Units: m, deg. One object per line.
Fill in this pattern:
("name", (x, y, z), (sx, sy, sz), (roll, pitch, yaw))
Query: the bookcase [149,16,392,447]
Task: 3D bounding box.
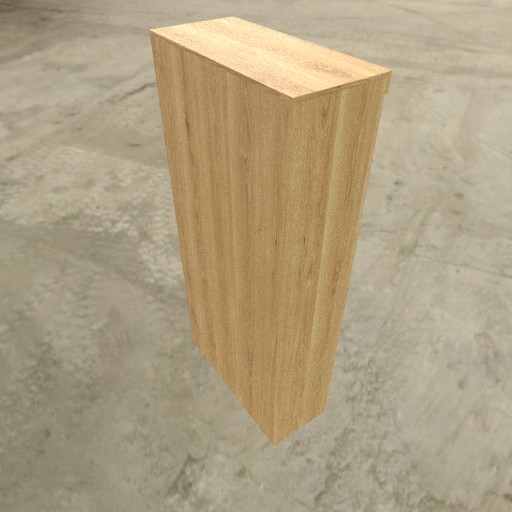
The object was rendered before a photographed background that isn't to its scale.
("bookcase", (0.000, 0.000, 2.294), (0.420, 2.020, 0.950), (-25, 46, -26))
